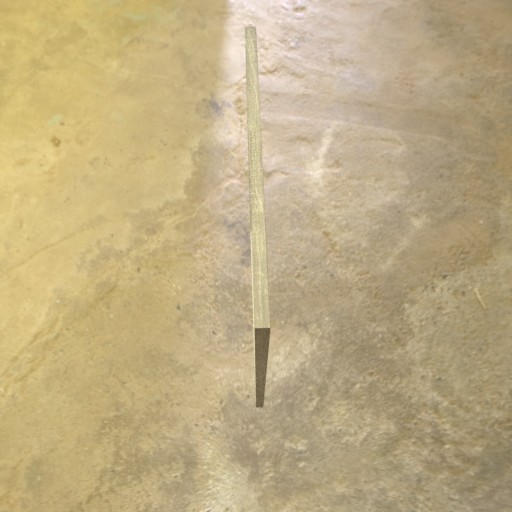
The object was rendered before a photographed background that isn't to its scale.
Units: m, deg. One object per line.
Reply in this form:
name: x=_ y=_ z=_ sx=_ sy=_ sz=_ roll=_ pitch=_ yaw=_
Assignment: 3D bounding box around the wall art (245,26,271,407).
wall art: x=0.000 y=0.000 z=1.397 sx=0.035 sy=1.022 sz=0.781 roll=-2 pitch=64 yaw=-1
